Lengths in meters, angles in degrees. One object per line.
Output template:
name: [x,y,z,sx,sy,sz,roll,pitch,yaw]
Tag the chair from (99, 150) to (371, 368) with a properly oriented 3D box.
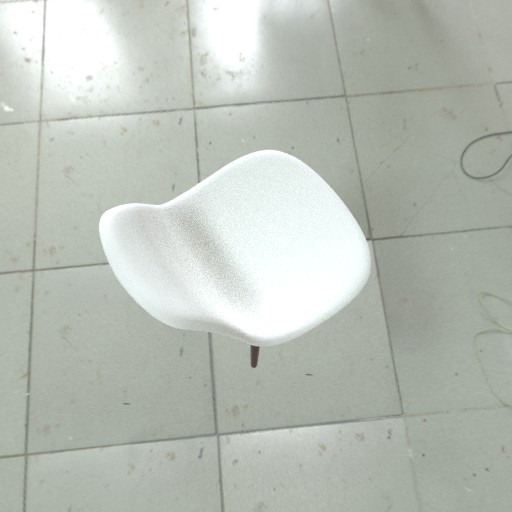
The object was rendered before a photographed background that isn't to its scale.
chair: [0.000,0.000,1.133,0.533,0.826,0.470,-34,77,-9]
